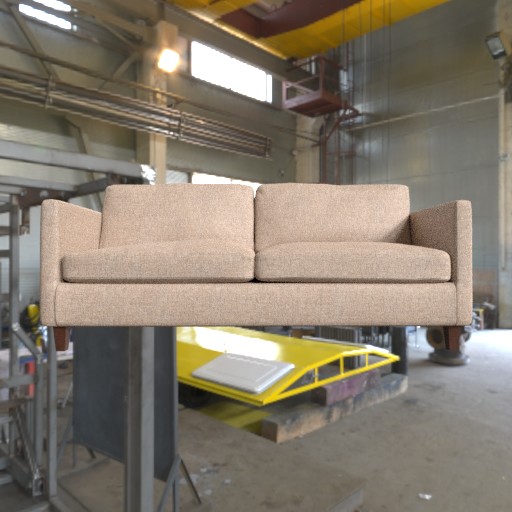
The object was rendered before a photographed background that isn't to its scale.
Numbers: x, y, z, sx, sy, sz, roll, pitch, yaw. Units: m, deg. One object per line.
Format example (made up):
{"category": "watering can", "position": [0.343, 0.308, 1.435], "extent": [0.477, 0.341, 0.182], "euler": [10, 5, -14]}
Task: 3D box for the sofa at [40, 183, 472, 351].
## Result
{"category": "sofa", "position": [0.000, 0.000, 2.675], "extent": [2.208, 0.965, 0.951], "euler": [0, 0, -1]}
